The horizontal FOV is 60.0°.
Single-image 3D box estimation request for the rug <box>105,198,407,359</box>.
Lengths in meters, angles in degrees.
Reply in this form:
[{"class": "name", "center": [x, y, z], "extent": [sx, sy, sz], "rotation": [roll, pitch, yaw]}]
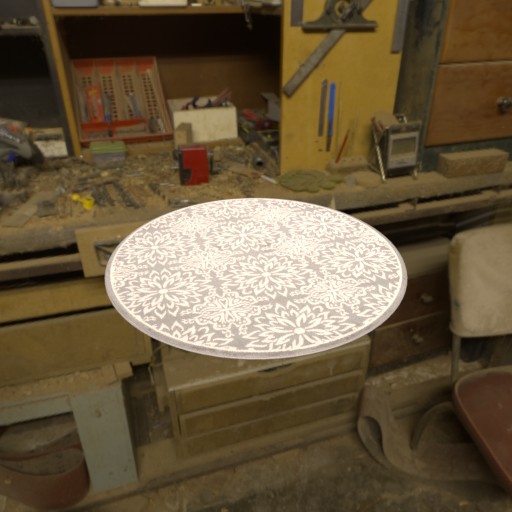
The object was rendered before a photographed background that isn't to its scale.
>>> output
[{"class": "rug", "center": [0.000, 0.000, 2.431], "extent": [1.593, 0.012, 1.593], "rotation": [0, 31, 0]}]
